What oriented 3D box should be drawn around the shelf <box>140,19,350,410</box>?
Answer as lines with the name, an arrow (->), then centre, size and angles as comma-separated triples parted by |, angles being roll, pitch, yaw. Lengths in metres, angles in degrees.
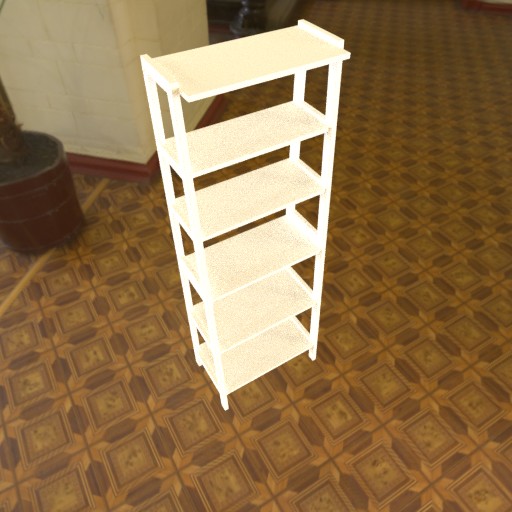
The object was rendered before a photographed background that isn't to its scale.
shelf -> 0.000, 0.000, 2.128 | 0.660, 1.892, 0.381 | -24, 50, -21
